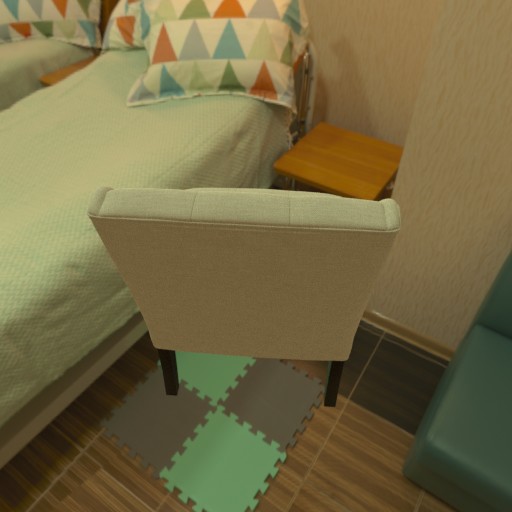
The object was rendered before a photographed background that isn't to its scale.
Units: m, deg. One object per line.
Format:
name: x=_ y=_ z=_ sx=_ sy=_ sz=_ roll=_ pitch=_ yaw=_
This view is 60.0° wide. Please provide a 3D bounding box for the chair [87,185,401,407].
chair: x=0.000 y=0.000 z=1.286 sx=0.569 sy=0.853 sz=0.676 roll=3 pitch=44 yaw=3
